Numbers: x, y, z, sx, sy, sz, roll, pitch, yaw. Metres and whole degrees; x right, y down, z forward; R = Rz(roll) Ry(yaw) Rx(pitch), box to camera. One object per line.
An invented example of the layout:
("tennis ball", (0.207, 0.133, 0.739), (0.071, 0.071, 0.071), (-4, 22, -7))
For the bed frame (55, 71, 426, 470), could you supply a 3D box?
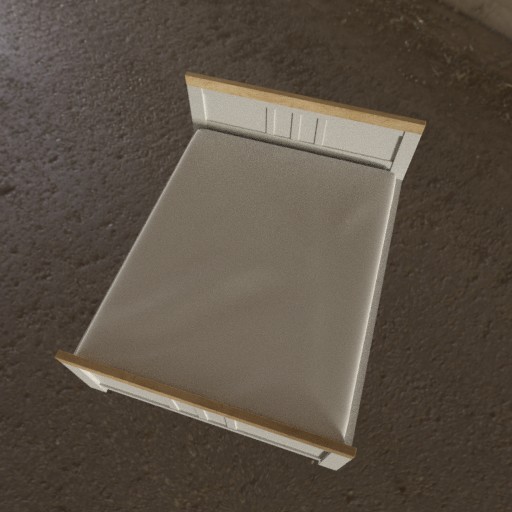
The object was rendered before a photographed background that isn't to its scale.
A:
("bed frame", (0.000, 0.000, 2.912), (1.670, 0.980, 2.050), (15, 60, 9))
